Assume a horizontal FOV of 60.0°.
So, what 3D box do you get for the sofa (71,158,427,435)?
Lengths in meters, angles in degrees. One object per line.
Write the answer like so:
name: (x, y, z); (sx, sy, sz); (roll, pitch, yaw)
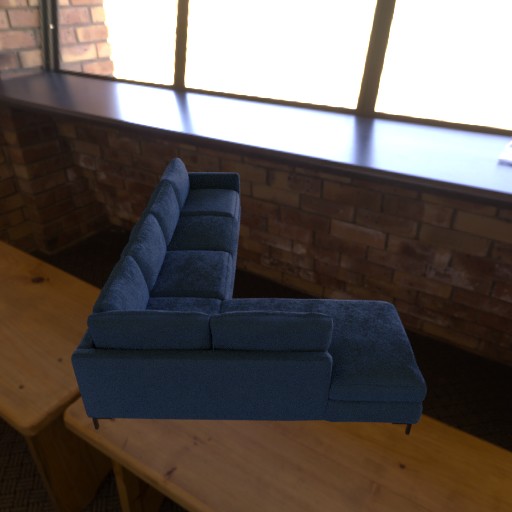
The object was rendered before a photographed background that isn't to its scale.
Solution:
sofa: (0.000, 0.000, 3.752); (2.007, 0.815, 2.949); (0, 31, 1)
